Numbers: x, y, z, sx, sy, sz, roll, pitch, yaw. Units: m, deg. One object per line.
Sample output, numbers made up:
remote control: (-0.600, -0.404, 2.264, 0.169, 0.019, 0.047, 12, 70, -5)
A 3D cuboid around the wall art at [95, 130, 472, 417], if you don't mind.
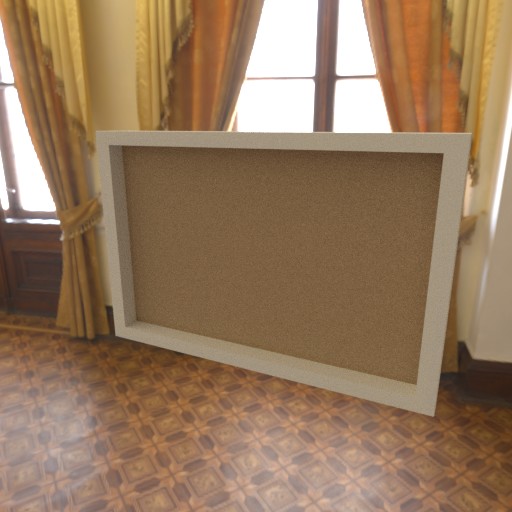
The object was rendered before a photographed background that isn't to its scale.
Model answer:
wall art: (0.000, 0.000, 0.471, 0.384, 0.254, 0.039, 8, 18, 25)
